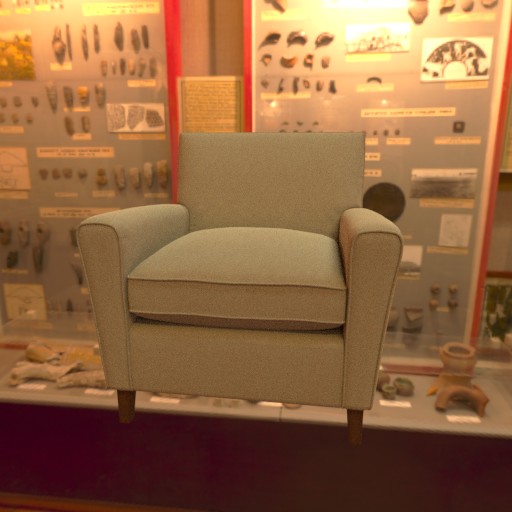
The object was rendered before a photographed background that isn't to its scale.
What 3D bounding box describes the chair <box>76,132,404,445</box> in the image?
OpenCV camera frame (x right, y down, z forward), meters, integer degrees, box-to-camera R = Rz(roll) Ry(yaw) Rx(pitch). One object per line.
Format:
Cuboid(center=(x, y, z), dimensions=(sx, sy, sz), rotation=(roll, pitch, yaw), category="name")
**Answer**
Cuboid(center=(0.000, 0.000, 1.553), dimensions=(0.840, 0.846, 0.871), rotation=(2, 15, 8), category="chair")
